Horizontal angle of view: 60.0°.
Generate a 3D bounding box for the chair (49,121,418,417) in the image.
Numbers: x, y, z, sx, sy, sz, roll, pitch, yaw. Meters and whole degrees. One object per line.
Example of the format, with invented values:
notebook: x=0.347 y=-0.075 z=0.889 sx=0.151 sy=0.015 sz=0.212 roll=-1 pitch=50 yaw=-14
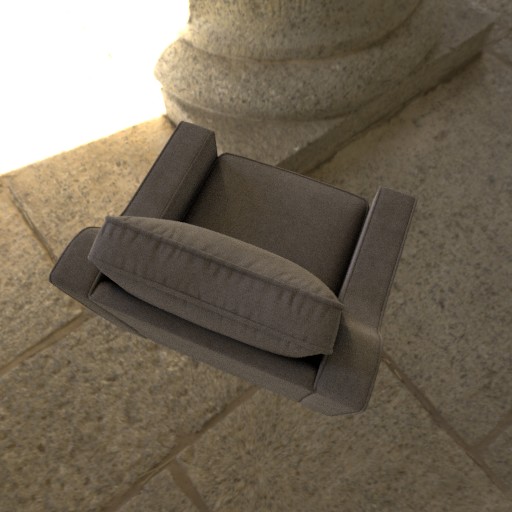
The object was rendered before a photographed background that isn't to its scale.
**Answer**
chair: x=0.000 y=0.000 z=1.586 sx=0.926 sy=0.944 sz=0.840 roll=20 pitch=66 yaw=9
